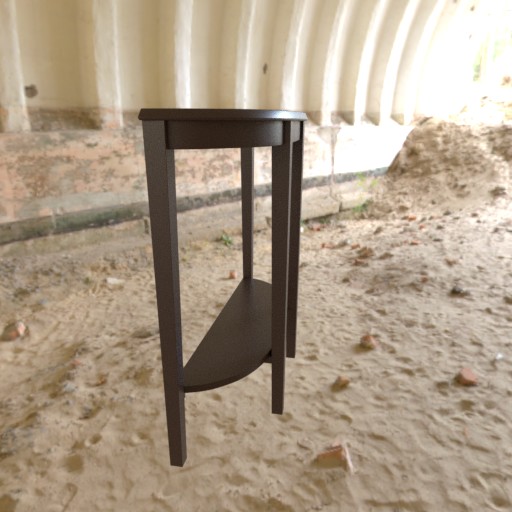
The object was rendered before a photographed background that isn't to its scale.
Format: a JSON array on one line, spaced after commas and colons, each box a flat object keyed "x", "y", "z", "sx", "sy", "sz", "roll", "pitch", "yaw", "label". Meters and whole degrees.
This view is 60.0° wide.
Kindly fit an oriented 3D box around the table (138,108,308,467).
[{"x": 0.000, "y": 0.000, "z": 1.348, "sx": 0.274, "sy": 0.831, "sz": 0.909, "roll": 3, "pitch": 17, "yaw": 11, "label": "table"}]
